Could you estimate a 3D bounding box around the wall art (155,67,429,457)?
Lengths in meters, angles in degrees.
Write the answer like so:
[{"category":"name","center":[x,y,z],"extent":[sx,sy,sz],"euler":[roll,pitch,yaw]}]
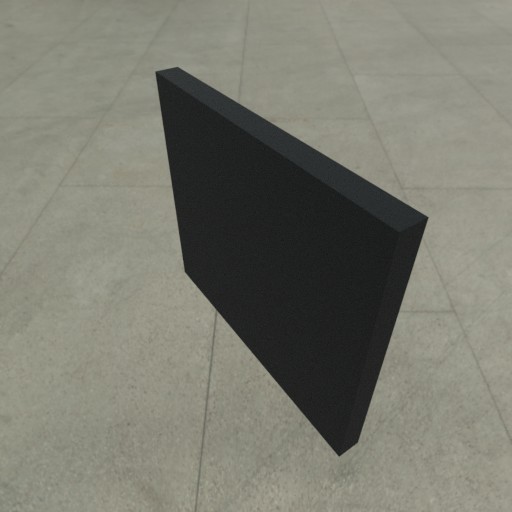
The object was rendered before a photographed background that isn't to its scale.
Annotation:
[{"category":"wall art","center":[0.000,0.000,0.529],"extent":[0.031,0.330,0.381],"euler":[-24,47,-25]}]
